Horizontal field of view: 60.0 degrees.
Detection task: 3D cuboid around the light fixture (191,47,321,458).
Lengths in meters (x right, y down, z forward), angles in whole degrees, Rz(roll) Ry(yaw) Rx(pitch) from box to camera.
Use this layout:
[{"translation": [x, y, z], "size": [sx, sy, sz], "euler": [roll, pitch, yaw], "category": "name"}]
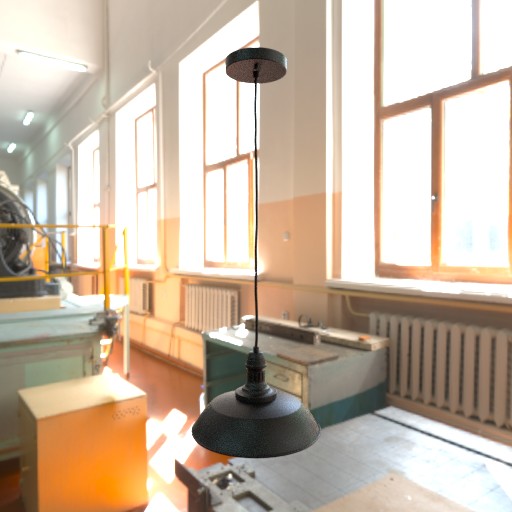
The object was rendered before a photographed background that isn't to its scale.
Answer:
[{"translation": [0.000, 0.000, 1.135], "size": [0.331, 0.993, 0.331], "euler": [0, 1, 0], "category": "light fixture"}]
